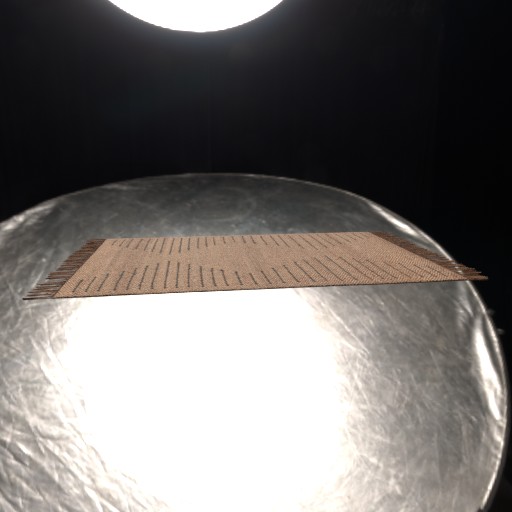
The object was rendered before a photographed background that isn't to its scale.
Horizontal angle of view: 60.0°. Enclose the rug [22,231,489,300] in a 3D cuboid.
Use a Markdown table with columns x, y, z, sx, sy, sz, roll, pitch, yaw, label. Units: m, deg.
| x | y | z | sx | sy | sz | roll | pitch | yaw | label |
| --- | --- | --- | --- | --- | --- | --- | --- | --- | --- |
| 0.000 | 0.000 | 2.500 | 2.085 | 0.027 | 1.224 | -2 | 14 | -8 | rug |
